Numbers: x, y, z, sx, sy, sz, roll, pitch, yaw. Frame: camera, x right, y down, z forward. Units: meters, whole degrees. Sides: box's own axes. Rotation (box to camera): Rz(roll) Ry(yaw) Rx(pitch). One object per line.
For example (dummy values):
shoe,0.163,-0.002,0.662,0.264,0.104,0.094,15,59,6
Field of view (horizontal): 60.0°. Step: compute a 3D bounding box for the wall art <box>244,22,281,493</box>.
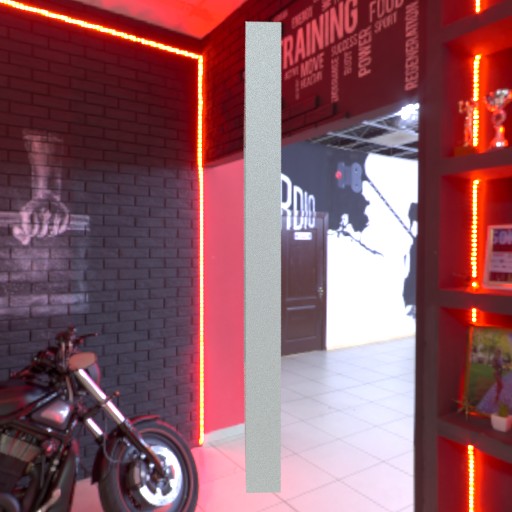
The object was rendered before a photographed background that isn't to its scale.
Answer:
wall art,0.000,0.000,0.729,0.038,0.506,0.506,0,1,-2
